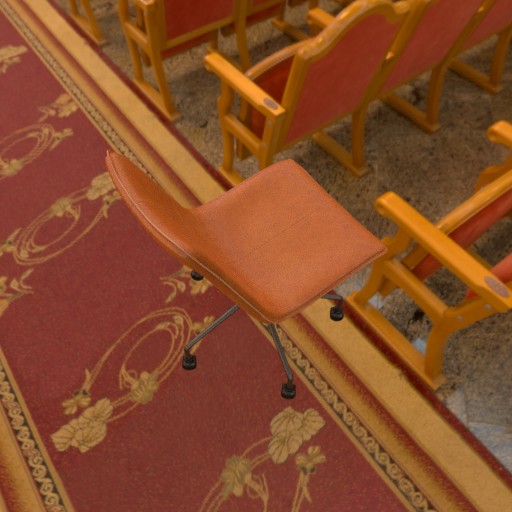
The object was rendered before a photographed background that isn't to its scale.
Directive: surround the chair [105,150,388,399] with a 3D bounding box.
[{"bbox_3d":[0.000,0.000,1.337,0.660,0.920,0.651,-32,63,-19],"label":"chair"}]
